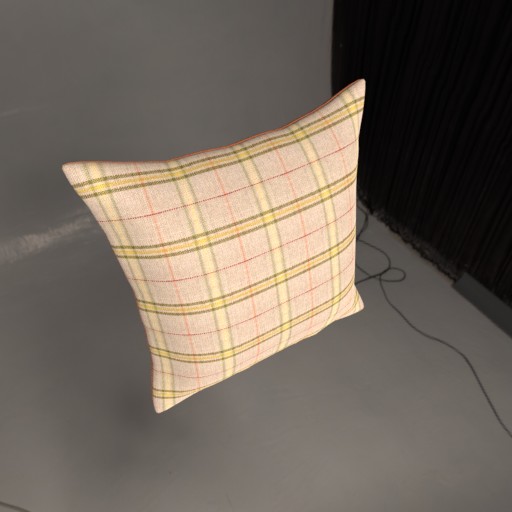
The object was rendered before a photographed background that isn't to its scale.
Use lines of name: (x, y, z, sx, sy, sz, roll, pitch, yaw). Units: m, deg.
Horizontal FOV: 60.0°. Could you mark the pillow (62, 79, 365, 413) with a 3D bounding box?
pillow: (0.000, 0.000, 0.706, 0.453, 0.430, 0.200, -23, 49, -21)
